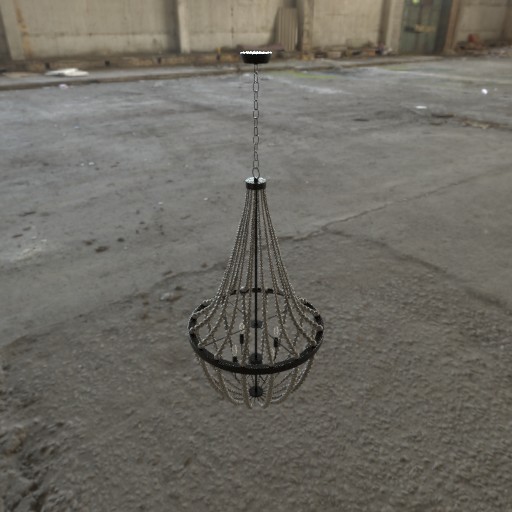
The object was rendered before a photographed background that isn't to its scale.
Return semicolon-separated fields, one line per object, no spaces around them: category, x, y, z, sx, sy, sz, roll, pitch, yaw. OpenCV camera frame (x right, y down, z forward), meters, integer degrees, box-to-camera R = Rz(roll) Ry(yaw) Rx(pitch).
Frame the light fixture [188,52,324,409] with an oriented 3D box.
light fixture;0.000;0.000;1.357;0.450;1.133;0.450;0;27;0
